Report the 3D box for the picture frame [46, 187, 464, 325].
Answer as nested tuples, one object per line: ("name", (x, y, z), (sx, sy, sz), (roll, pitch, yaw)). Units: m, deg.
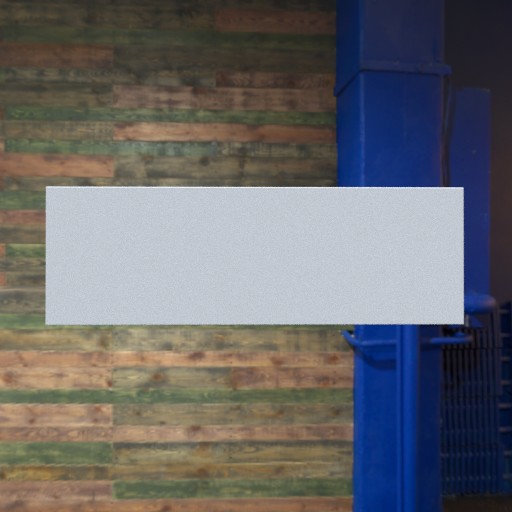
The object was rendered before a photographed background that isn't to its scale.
("picture frame", (0.000, 0.000, 0.830), (0.759, 0.250, 0.050), (0, 0, -1))
